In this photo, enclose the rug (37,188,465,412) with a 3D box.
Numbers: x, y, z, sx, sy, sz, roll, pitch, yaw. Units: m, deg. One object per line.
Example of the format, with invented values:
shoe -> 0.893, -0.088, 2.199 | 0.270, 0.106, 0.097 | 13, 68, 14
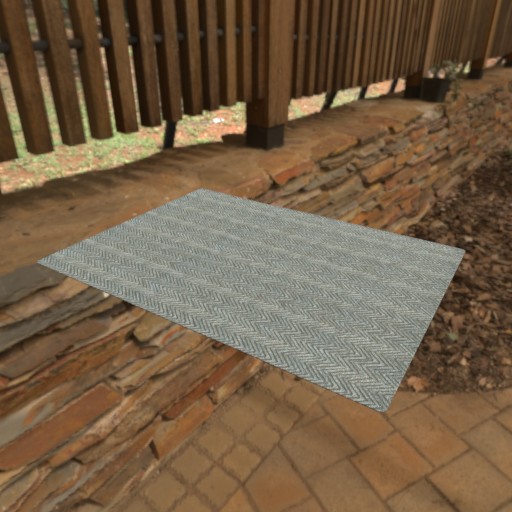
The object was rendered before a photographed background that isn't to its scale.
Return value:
rug -> 0.000, 0.000, 5.038 | 3.957, 0.011, 2.894 | 17, 32, 29
